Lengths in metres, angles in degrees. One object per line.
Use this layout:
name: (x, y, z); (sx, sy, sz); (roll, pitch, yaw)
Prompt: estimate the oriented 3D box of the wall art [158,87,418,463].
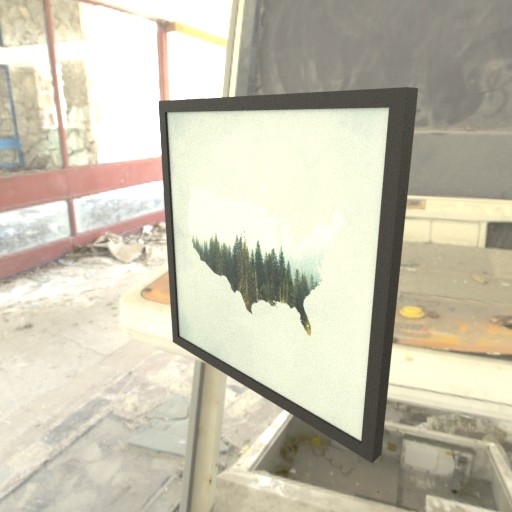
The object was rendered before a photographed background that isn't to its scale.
wall art: (0.000, 0.000, 1.122); (0.038, 0.763, 0.763); (-16, 23, -42)
